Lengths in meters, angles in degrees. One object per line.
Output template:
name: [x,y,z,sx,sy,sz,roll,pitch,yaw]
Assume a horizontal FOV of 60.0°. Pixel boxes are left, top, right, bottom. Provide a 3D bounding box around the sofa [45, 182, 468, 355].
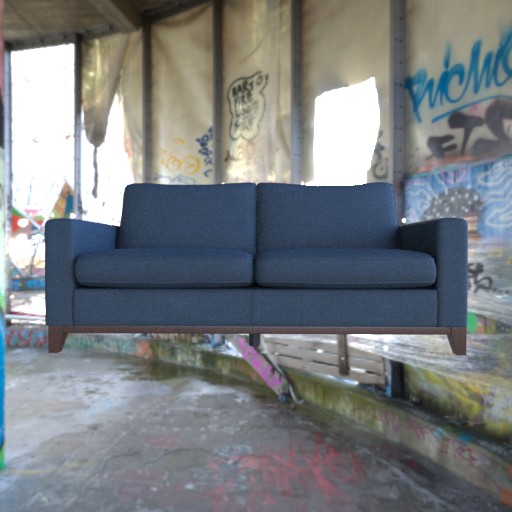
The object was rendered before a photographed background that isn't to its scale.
sofa: [0.000,0.000,2.375,1.900,0.865,0.877,0,1,1]
